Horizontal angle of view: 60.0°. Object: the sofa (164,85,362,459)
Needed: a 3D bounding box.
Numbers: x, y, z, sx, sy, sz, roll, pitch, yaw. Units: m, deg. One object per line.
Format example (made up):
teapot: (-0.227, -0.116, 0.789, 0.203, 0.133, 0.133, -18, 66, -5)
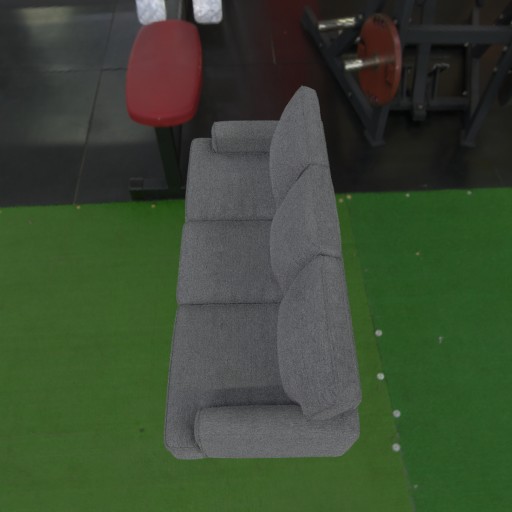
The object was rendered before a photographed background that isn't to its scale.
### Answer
sofa: (0.000, 0.000, 2.678, 0.951, 0.965, 2.158, -1, 57, 0)
